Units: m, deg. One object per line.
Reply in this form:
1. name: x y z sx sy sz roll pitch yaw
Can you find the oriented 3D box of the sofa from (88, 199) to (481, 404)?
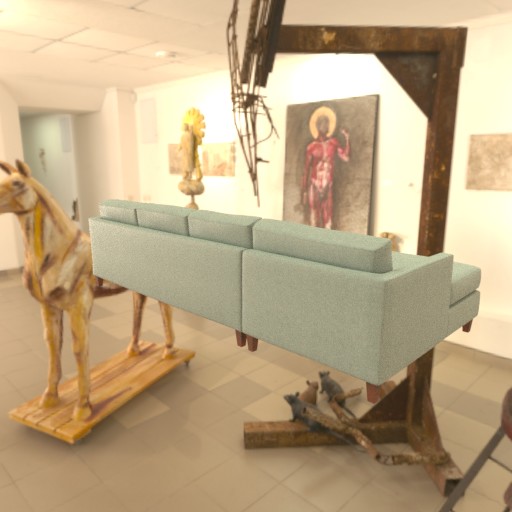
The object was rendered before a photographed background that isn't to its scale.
1. sofa: 0.000 0.000 4.099 3.470 0.953 1.600 12 18 43
